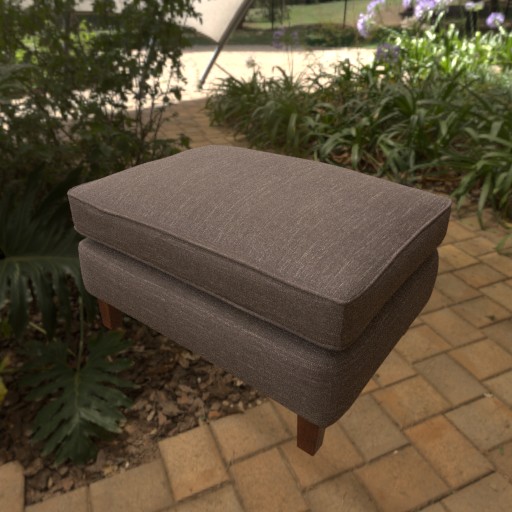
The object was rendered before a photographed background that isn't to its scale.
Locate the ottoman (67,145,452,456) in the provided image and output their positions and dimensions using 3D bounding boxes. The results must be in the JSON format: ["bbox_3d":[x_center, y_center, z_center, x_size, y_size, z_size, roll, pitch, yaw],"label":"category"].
[{"bbox_3d":[0.000,0.000,0.986,0.686,0.406,0.508,21,35,32],"label":"ottoman"}]
